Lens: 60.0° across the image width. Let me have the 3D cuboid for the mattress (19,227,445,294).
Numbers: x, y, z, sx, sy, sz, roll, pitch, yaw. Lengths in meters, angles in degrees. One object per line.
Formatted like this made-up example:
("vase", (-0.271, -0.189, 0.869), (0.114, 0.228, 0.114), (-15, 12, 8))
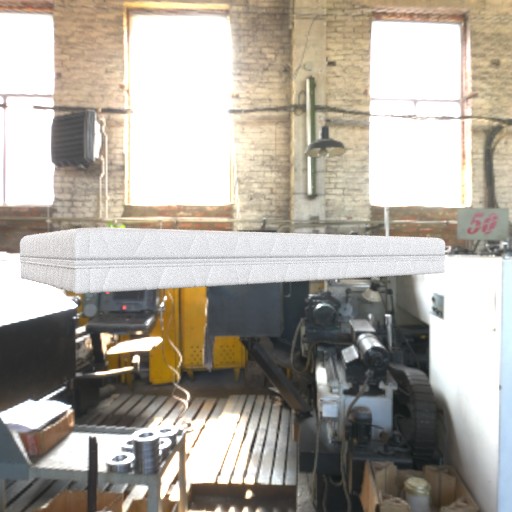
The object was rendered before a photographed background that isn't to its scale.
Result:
("mattress", (0.000, 0.000, 2.241), (2.000, 0.200, 0.900), (-1, 1, -37))
